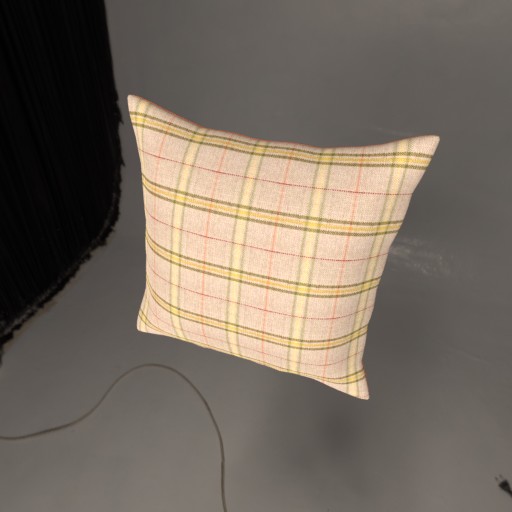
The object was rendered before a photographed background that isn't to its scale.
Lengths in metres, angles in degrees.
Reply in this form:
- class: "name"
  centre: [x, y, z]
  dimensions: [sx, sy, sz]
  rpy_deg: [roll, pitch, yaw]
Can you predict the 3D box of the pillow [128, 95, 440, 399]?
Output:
- class: "pillow"
  centre: [0.000, 0.000, 0.713]
  dimensions: [0.453, 0.430, 0.200]
  rpy_deg: [13, 42, 15]
